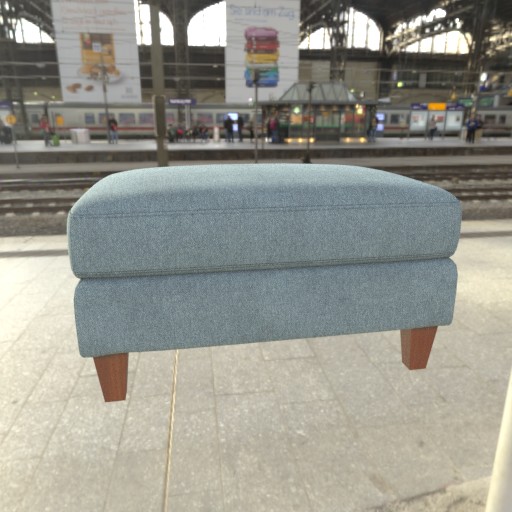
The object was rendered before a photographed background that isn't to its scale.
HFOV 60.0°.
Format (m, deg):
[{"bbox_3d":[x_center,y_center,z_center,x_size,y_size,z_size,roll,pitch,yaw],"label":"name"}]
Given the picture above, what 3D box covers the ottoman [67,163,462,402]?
[{"bbox_3d":[0.000,0.000,1.213,0.864,0.483,0.584,-3,17,-10],"label":"ottoman"}]
